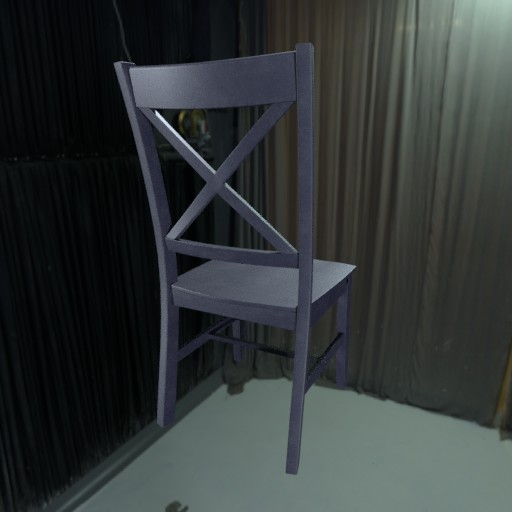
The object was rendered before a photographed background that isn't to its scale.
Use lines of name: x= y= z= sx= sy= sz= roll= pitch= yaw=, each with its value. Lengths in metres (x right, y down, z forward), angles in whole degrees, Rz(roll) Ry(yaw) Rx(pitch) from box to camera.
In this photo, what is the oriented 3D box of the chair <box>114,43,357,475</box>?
chair: x=0.000 y=0.000 z=1.255 sx=0.485 sy=0.983 sz=0.542 roll=8 pitch=17 yaw=26
